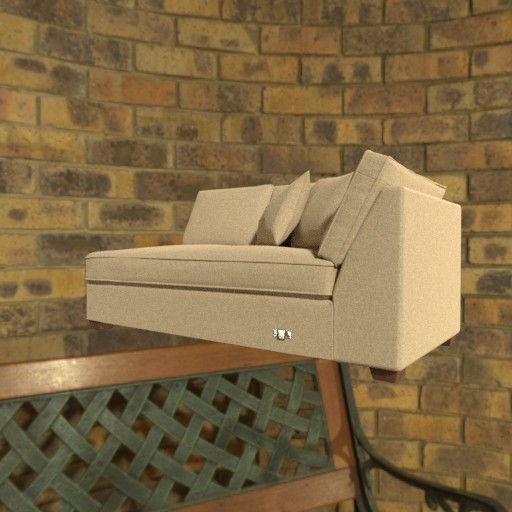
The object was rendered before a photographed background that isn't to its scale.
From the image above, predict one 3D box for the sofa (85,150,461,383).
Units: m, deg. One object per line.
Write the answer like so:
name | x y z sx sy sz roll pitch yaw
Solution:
sofa | 0.000 0.000 2.860 2.237 1.033 1.110 1 1 36
